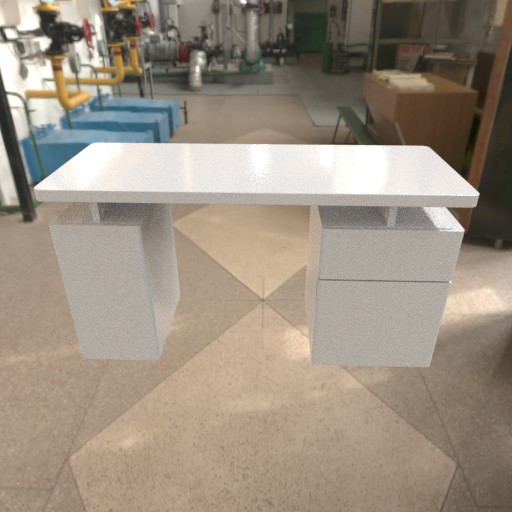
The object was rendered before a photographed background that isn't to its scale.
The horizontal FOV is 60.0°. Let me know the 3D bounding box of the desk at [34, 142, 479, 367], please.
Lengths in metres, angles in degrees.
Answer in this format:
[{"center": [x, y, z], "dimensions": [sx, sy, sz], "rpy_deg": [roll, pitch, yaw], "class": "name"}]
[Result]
[{"center": [0.000, 0.000, 1.798], "dimensions": [1.400, 0.762, 0.550], "rpy_deg": [1, 30, 2], "class": "desk"}]
